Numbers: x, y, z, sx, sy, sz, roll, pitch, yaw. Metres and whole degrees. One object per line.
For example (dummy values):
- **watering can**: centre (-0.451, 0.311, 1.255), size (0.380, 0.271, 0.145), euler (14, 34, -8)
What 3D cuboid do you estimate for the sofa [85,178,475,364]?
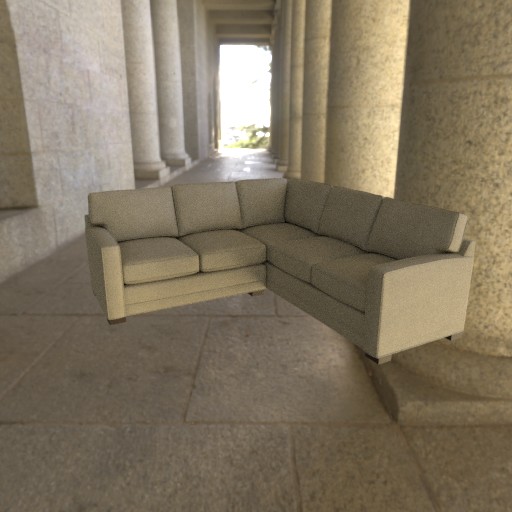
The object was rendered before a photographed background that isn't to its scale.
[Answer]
- **sofa**: centre (0.000, 0.000, 3.435), size (2.188, 0.936, 2.211), euler (-9, 19, -28)
